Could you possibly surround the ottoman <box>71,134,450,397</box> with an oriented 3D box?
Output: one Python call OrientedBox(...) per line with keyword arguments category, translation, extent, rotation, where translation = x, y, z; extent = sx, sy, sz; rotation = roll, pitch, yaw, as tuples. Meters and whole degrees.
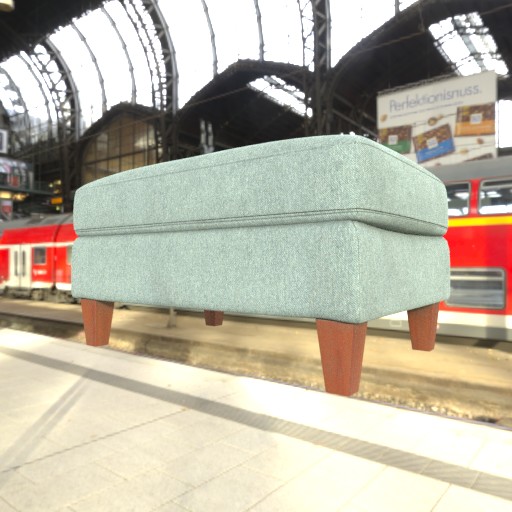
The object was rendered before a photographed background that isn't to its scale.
OrientedBox(category="ottoman", translation=(0.000, 0.000, 1.178), extent=(0.864, 0.483, 0.584), rotation=(-1, -1, 37))
